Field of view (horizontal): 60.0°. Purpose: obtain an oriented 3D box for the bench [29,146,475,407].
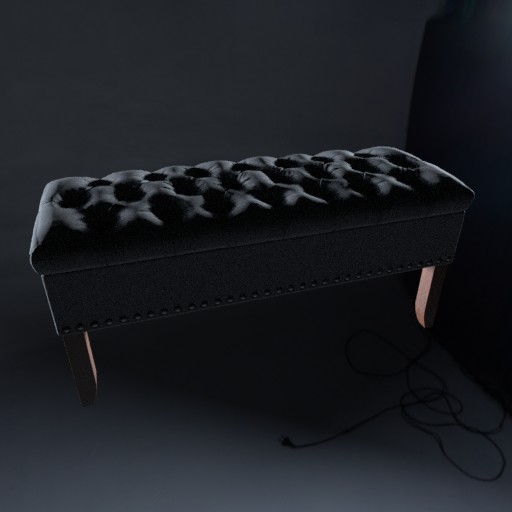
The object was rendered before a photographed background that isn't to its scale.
[{"bbox_3d":[0.000,0.000,1.255,1.052,0.470,0.417,-9,31,-16],"label":"bench"}]
